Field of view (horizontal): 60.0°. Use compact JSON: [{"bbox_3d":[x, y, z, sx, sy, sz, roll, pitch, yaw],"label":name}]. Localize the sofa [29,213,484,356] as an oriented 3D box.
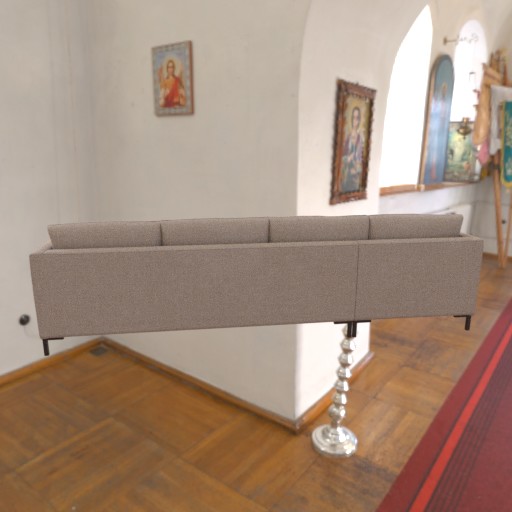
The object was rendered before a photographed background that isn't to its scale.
[{"bbox_3d":[0.000,0.000,3.493,2.923,0.816,1.469,-2,15,-8],"label":"sofa"}]
